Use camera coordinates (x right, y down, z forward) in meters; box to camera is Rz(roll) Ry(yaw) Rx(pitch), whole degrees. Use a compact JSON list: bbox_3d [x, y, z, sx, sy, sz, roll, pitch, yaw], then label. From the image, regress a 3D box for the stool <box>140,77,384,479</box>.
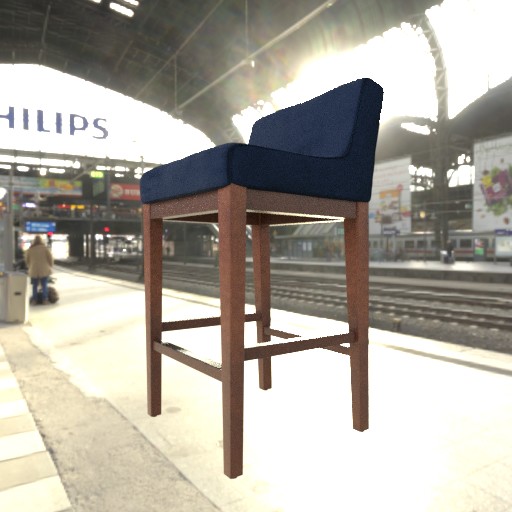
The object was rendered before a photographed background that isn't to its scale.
[{"bbox_3d":[0.000,0.000,1.254,0.516,0.945,0.511,-1,1,-36],"label":"stool"}]
